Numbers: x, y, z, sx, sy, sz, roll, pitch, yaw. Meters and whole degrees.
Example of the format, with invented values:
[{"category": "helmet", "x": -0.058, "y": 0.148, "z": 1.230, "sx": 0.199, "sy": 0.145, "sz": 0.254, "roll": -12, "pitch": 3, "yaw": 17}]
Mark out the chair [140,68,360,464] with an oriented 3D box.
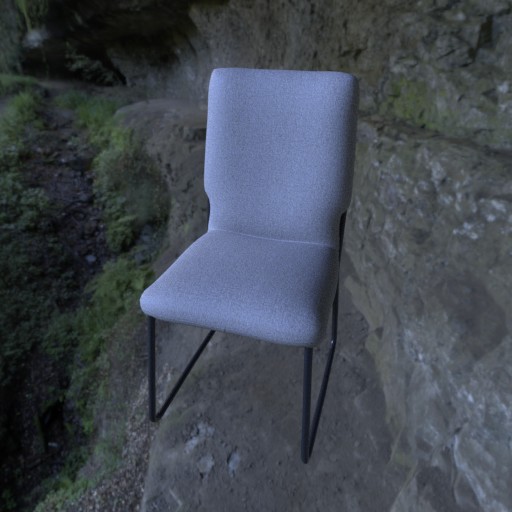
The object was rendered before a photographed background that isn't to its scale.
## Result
[{"category": "chair", "x": 0.000, "y": 0.000, "z": 1.173, "sx": 0.448, "sy": 0.864, "sz": 0.560, "roll": 9, "pitch": 31, "yaw": 15}]
